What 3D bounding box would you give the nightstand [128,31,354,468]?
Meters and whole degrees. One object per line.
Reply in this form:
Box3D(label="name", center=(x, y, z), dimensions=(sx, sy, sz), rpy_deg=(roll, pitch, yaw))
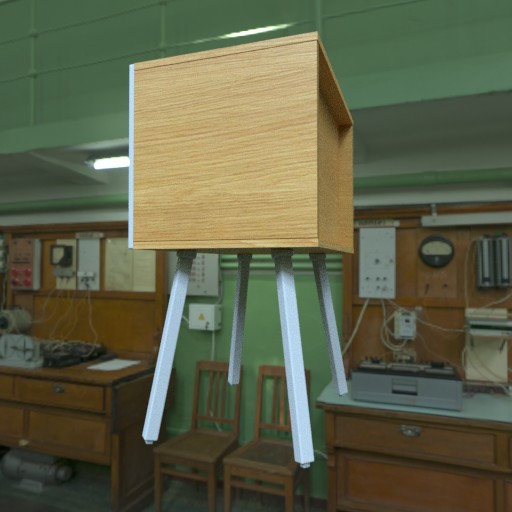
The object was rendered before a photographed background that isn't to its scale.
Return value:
Box3D(label="nightstand", center=(0.000, 0.000, 0.837), dimensions=(0.316, 0.601, 0.400), rpy_deg=(0, -1, 19))
